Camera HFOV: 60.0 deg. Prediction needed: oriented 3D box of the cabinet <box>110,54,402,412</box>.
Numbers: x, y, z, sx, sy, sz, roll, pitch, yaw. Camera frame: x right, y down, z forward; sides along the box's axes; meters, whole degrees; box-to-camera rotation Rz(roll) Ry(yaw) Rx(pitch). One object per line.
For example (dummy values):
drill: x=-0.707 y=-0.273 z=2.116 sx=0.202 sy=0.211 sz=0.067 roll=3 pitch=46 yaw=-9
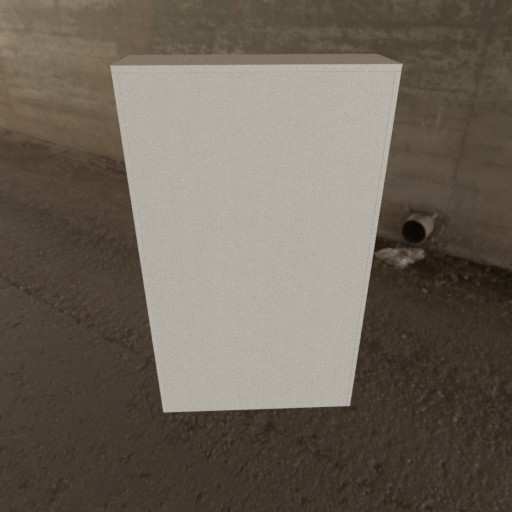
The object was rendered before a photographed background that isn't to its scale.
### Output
cabinet: x=0.000 y=0.000 z=1.565 sx=0.750 sy=1.280 sz=0.250 roll=-1 pitch=30 yaw=-2
